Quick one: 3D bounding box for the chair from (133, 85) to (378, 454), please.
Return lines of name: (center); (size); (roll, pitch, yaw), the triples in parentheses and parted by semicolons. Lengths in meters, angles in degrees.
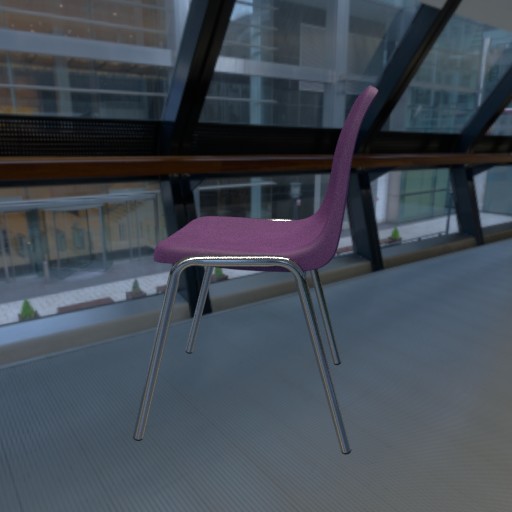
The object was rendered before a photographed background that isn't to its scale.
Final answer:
chair: (0.000, 0.000, 0.923); (0.432, 0.654, 0.381); (2, 15, 7)
